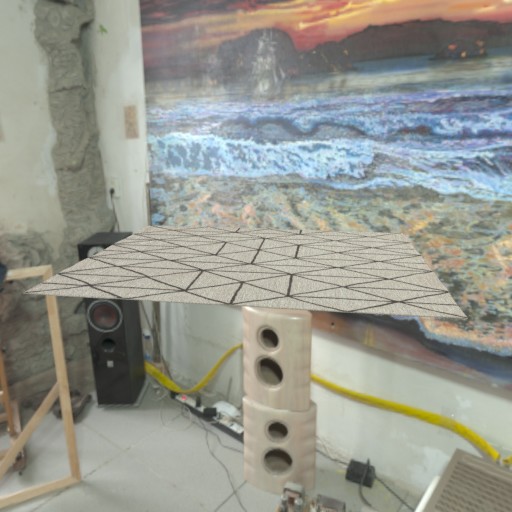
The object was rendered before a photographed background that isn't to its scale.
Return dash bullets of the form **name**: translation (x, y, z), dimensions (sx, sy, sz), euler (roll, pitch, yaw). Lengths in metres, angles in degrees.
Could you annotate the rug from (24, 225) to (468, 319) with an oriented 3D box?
- **rug**: translation (0.000, 0.000, 4.139), dimensions (3.061, 0.022, 2.468), euler (2, 16, 8)
